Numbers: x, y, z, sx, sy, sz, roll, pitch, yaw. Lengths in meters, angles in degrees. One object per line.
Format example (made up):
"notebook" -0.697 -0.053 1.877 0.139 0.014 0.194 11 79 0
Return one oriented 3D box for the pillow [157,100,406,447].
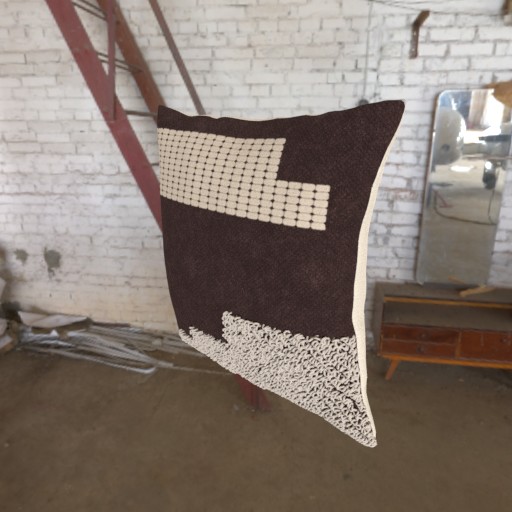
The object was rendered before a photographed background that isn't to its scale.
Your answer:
"pillow" 0.000 0.000 0.717 0.475 0.473 0.178 15 23 41
